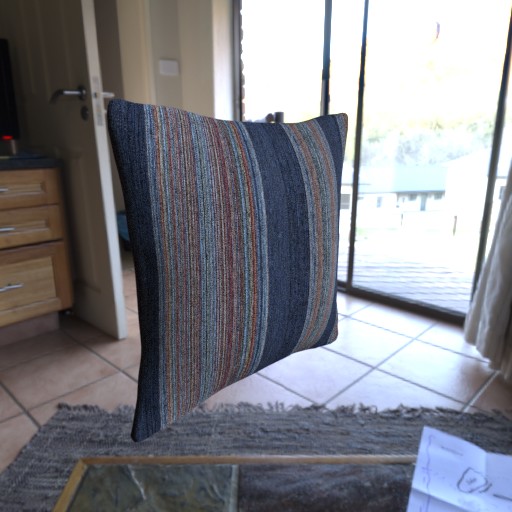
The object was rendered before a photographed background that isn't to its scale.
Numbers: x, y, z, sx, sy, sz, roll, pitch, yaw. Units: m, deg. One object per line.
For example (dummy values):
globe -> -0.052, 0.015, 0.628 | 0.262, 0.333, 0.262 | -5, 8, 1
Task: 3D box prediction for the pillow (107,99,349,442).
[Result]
pillow -> 0.000, 0.000, 0.655 | 0.437, 0.419, 0.136 | -14, 21, -42
